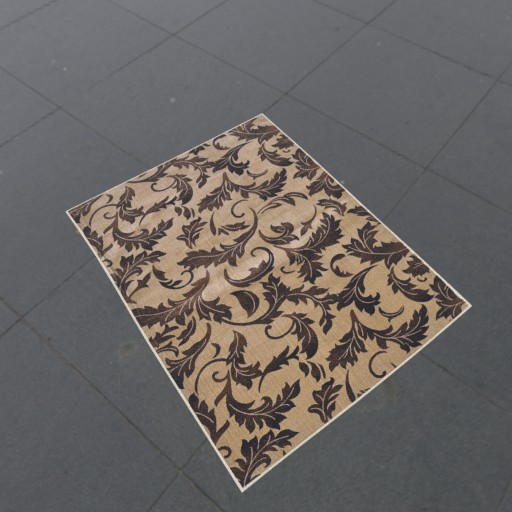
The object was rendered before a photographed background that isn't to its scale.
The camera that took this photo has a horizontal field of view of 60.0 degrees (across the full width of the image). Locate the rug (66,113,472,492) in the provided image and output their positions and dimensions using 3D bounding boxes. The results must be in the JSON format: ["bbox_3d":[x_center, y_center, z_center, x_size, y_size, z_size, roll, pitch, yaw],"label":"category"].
[{"bbox_3d":[0.000,0.000,3.999,2.380,0.008,2.977,-32,63,-18],"label":"rug"}]
